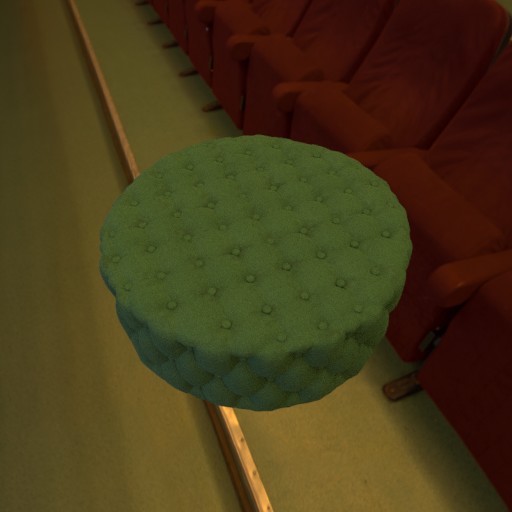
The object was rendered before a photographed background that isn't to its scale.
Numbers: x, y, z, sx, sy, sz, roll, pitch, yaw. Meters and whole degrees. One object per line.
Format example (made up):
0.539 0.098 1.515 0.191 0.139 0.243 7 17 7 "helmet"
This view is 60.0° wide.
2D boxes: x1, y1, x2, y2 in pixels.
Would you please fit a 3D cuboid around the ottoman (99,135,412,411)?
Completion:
0.000 0.000 1.543 0.998 0.399 0.998 0 48 0 "ottoman"
